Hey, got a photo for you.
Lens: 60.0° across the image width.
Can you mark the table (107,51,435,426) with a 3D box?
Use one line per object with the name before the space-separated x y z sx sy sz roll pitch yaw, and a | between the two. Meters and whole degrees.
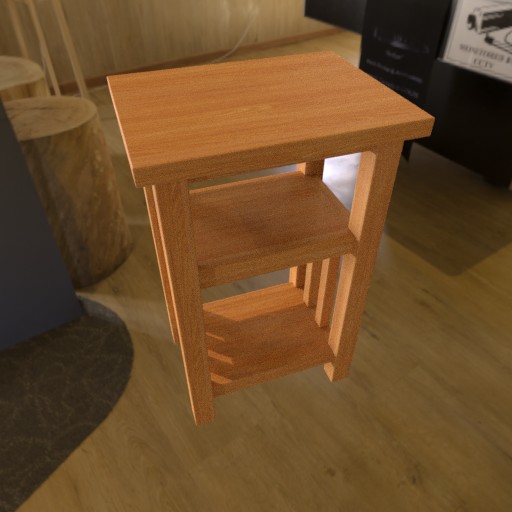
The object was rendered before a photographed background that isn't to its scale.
table | 0.000 0.000 0.751 0.350 0.550 0.270 -13 43 -14
